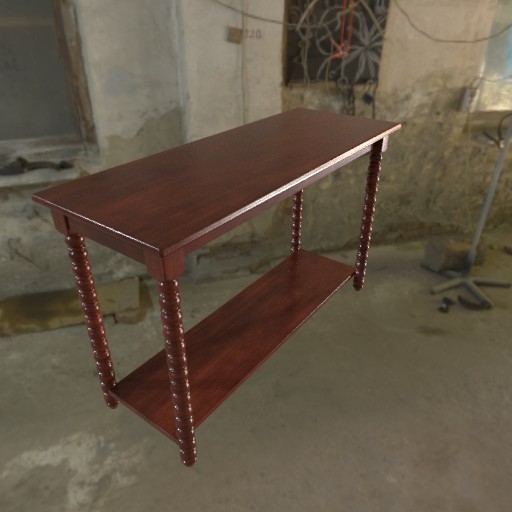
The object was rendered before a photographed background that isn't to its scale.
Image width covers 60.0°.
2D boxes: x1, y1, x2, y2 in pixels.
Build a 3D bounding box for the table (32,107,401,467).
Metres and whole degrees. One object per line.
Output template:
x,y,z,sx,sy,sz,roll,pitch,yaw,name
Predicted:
0.000,0.000,1.524,0.459,0.740,1.184,21,36,31,table
